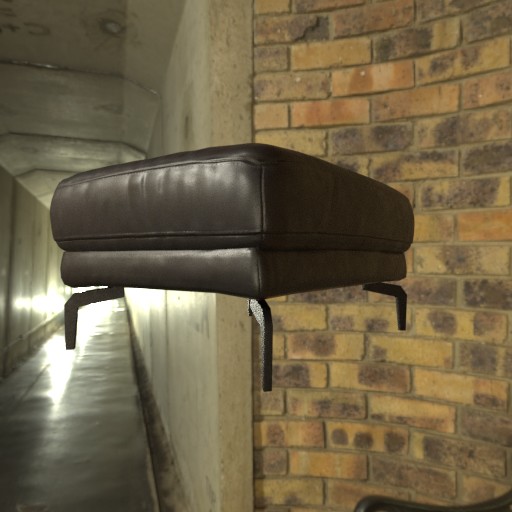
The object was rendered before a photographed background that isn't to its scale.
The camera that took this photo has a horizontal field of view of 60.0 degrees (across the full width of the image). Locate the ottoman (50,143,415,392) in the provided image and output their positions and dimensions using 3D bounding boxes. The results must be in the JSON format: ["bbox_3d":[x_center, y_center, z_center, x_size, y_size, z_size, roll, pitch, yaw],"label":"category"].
[{"bbox_3d":[0.000,0.000,1.073,0.570,0.402,0.764,0,0,35],"label":"ottoman"}]
